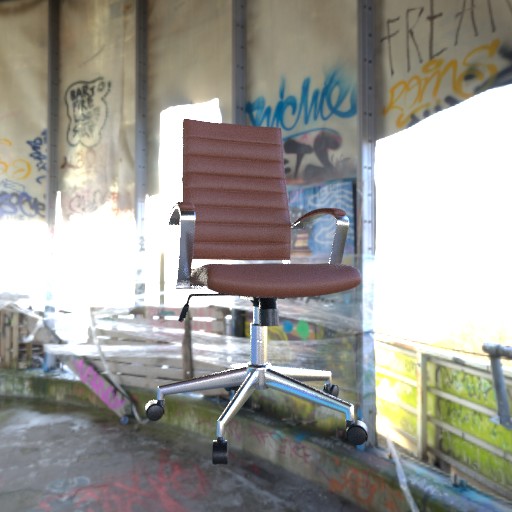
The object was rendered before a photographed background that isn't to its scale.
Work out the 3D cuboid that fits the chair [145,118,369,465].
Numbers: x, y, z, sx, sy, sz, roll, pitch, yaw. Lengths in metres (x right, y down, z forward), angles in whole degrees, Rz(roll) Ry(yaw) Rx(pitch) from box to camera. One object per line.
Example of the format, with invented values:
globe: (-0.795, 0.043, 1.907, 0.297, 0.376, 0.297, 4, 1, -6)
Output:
chair: (0.000, 0.000, 1.605, 0.766, 1.149, 0.739, 0, -1, -18)
